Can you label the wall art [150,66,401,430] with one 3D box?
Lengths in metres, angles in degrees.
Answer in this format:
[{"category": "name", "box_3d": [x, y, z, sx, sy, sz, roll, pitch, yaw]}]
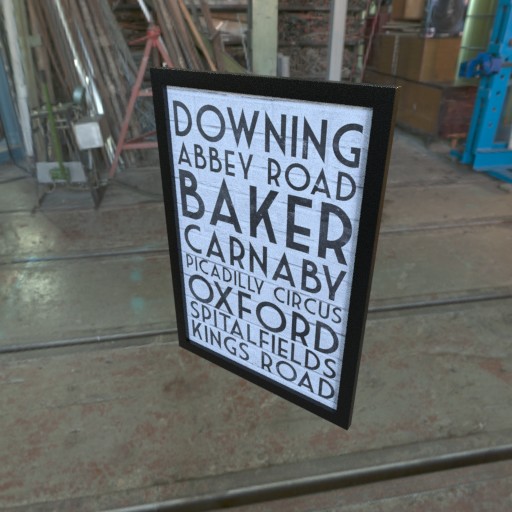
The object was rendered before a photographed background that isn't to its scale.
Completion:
[{"category": "wall art", "box_3d": [0.000, 0.000, 0.863, 0.462, 0.656, 0.019, 18, 33, 30]}]
